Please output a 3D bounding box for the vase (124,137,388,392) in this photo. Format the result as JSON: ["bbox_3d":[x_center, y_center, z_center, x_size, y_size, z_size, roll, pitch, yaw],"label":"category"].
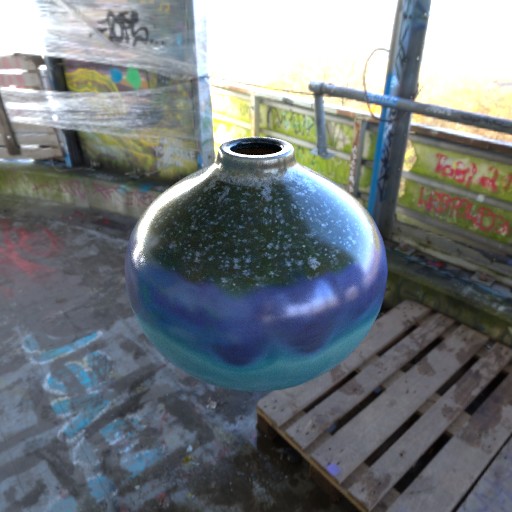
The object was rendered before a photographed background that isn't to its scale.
[{"bbox_3d":[0.000,0.000,0.266,0.154,0.133,0.154,0,31,0],"label":"vase"}]
